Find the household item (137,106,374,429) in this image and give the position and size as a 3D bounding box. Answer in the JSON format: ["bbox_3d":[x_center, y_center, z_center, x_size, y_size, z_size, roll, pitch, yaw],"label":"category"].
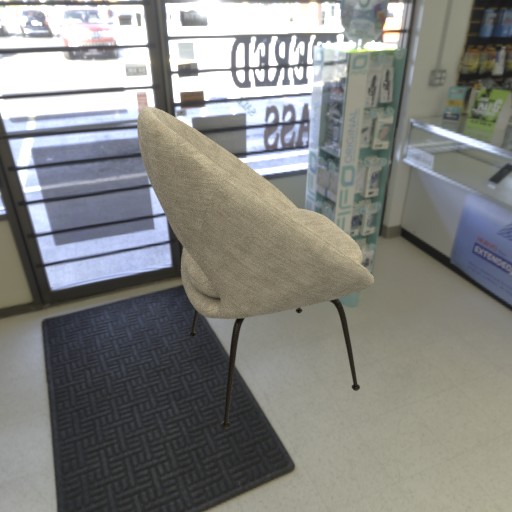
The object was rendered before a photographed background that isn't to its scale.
[{"bbox_3d":[0.000,0.000,1.318,0.587,0.869,0.643,-10,31,-17],"label":"household item"}]
